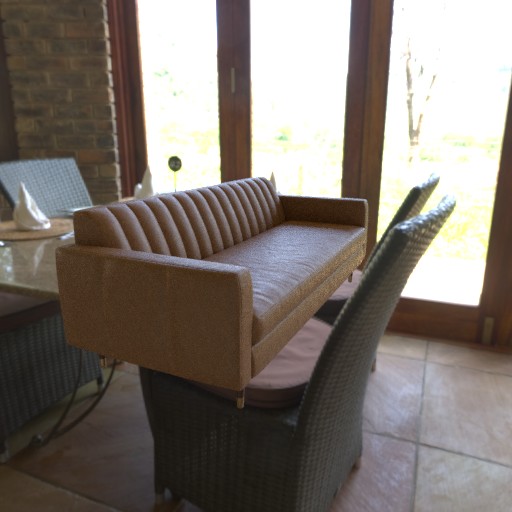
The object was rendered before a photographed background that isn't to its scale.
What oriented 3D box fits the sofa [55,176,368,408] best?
[{"bbox_3d":[0.000,0.000,2.842,0.990,0.821,2.291,7,17,25],"label":"sofa"}]
